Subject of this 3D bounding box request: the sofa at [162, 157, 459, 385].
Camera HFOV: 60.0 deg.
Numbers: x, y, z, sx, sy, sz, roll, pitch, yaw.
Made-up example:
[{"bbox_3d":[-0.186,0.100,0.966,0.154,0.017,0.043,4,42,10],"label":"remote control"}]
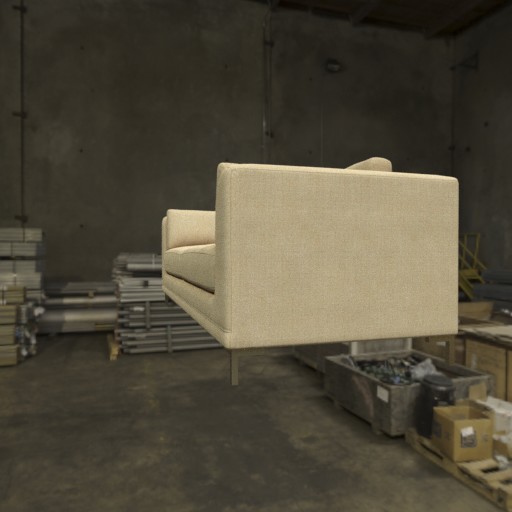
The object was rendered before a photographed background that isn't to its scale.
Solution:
[{"bbox_3d":[0.000,0.000,2.786,0.969,0.867,2.415,0,0,-17],"label":"sofa"}]
